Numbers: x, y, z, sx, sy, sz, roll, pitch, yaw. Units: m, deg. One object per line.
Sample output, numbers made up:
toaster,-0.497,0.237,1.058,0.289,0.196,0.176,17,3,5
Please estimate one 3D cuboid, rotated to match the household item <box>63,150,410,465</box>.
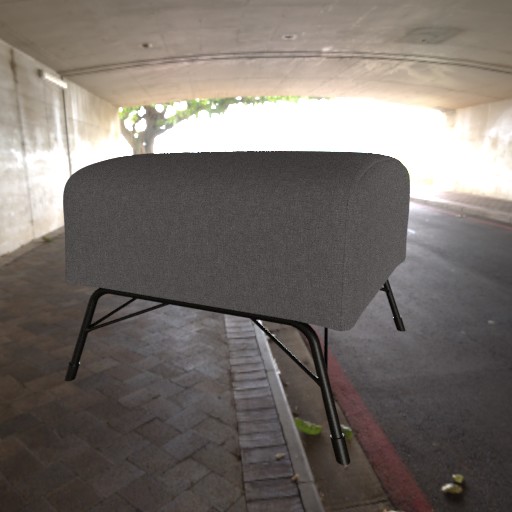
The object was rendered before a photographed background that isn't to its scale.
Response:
household item,0.000,0.000,0.884,0.530,0.410,0.530,6,14,25
